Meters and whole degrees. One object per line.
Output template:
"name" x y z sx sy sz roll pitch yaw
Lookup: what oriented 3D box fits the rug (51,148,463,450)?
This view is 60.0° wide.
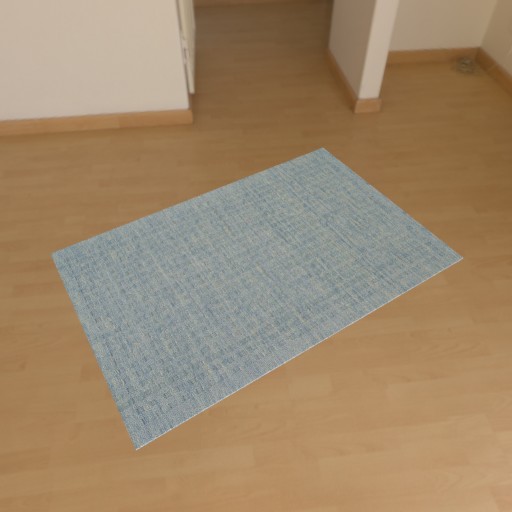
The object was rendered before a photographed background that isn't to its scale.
"rug" 0.000 0.000 2.247 1.752 0.006 1.142 -25 53 -21
